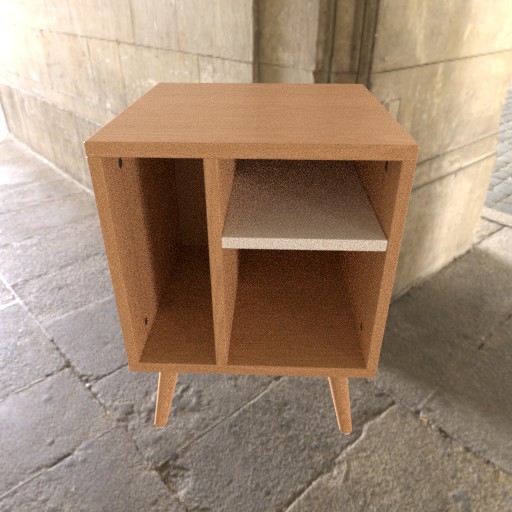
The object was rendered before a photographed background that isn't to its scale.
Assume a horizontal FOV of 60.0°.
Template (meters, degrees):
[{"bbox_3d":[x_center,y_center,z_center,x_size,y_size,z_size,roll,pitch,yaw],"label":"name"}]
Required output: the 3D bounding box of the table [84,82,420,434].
[{"bbox_3d":[0.000,0.000,0.838,0.400,0.550,0.400,1,31,2],"label":"table"}]
